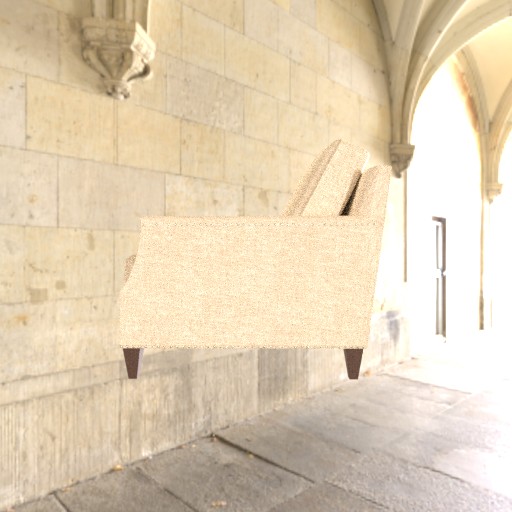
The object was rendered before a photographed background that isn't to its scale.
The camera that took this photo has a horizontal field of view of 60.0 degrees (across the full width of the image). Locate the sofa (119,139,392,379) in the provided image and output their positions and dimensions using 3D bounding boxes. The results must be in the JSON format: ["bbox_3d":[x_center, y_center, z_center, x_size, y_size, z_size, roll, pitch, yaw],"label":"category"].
[{"bbox_3d":[0.000,0.000,2.762,1.041,0.940,2.210,0,0,1],"label":"sofa"}]
